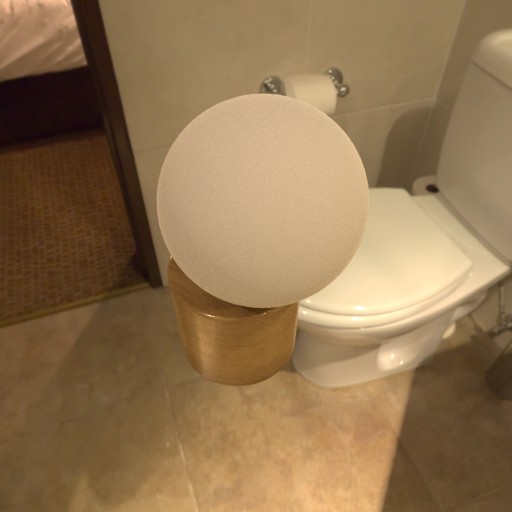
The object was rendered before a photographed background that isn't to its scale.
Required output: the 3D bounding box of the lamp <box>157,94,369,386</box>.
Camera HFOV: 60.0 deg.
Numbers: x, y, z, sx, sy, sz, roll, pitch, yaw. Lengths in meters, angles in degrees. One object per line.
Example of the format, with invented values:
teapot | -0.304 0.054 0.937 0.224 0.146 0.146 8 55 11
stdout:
lamp | 0.000 0.000 0.344 0.152 0.250 0.141 25 51 22
